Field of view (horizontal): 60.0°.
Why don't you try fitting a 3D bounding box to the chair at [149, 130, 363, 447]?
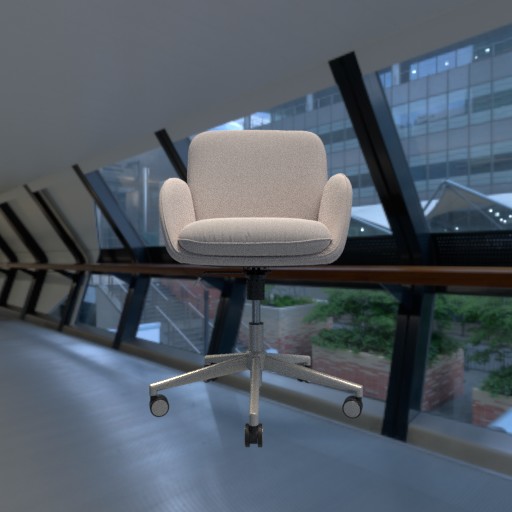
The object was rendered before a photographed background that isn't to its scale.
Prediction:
[{"bbox_3d":[0.000,0.000,1.405,0.648,0.959,0.633,0,1,1],"label":"chair"}]
